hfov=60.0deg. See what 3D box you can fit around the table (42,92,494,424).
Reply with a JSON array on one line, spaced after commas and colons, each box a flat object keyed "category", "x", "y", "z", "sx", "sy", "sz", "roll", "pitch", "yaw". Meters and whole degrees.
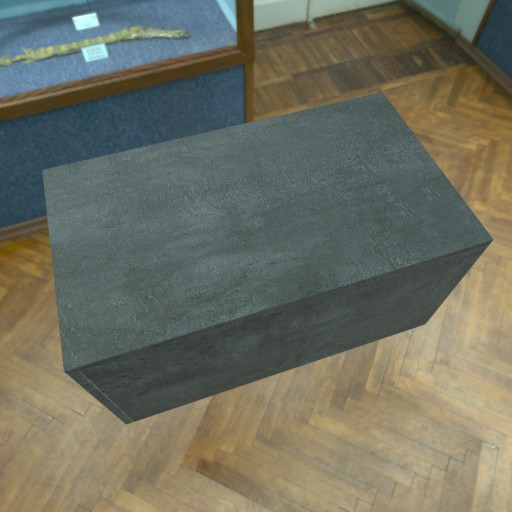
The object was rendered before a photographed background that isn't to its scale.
[{"category": "table", "x": 0.000, "y": 0.000, "z": 0.926, "sx": 0.700, "sy": 0.350, "sz": 0.400, "roll": -16, "pitch": 59, "yaw": -10}]
